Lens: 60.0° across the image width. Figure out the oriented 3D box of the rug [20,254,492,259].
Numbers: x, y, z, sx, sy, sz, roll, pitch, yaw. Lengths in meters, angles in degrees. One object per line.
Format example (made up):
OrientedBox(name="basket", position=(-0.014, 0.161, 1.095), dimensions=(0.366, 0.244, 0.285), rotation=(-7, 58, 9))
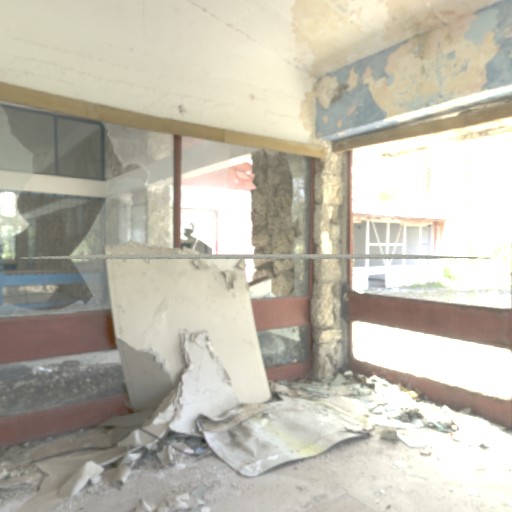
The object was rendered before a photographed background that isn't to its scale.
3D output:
OrientedBox(name="rug", position=(0.000, 0.000, 3.050), dimensions=(2.441, 0.008, 1.526), rotation=(0, 1, 0))
